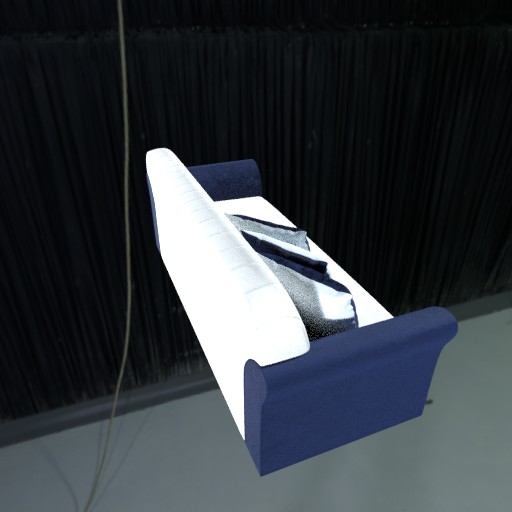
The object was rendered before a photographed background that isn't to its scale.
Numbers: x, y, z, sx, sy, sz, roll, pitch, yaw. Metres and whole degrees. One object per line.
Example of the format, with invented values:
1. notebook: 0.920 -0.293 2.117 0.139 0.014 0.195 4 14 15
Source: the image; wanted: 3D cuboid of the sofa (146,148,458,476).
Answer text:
1. sofa: 0.000 0.000 2.335 0.749 0.789 2.006 -12 32 -19
